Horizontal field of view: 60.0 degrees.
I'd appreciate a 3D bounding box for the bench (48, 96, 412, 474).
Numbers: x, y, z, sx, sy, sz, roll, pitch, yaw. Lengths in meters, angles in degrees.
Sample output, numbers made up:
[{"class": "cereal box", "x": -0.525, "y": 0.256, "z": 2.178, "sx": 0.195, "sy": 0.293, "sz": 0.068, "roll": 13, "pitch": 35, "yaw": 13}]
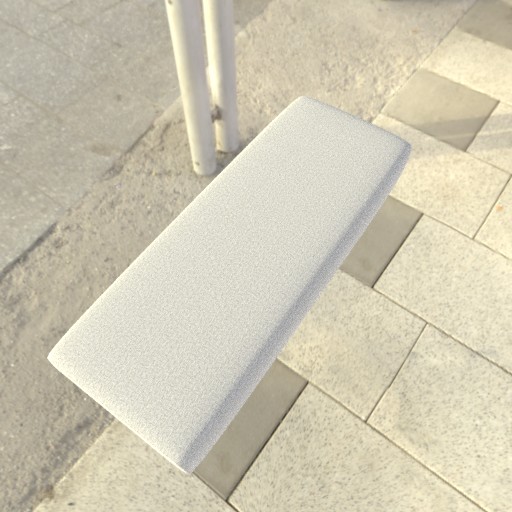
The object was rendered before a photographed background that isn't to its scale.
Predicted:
[{"class": "bench", "x": 0.000, "y": 0.000, "z": 1.841, "sx": 0.631, "sy": 0.383, "sz": 1.598, "roll": 31, "pitch": 63, "yaw": 17}]
